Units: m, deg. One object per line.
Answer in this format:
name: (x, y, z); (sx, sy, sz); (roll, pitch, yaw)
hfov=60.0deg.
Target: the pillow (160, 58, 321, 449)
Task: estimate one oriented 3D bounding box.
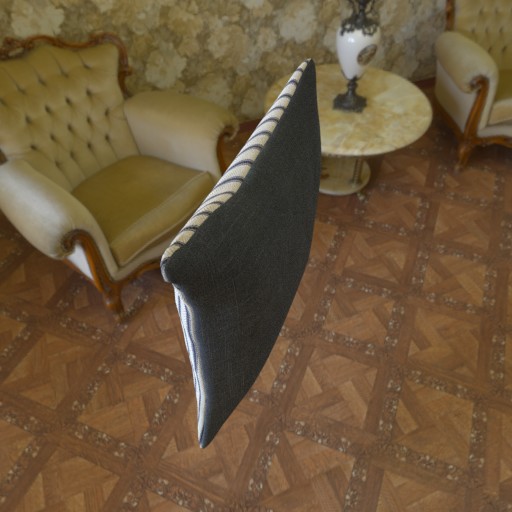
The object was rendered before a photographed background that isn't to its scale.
pillow: (0.000, 0.000, 0.695); (0.138, 0.444, 0.468); (16, 49, 14)
